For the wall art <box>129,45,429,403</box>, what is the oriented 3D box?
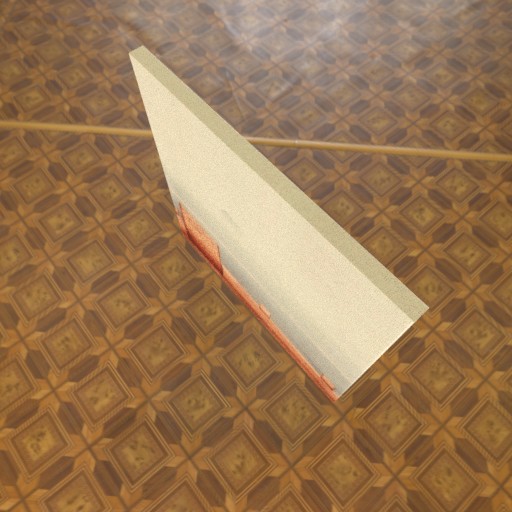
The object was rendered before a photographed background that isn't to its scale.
[{"bbox_3d":[0.000,0.000,0.600,0.023,0.405,0.405,-37,69,-17],"label":"wall art"}]
